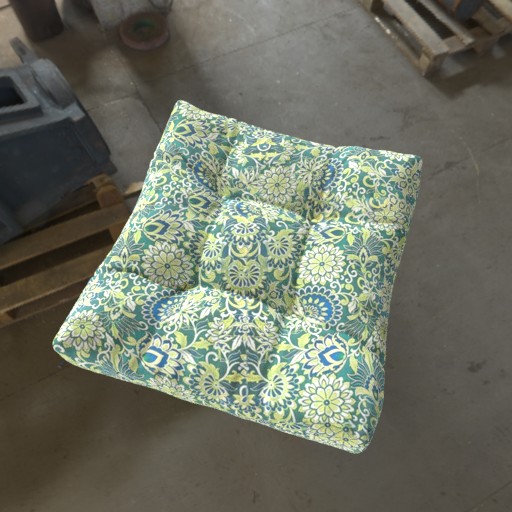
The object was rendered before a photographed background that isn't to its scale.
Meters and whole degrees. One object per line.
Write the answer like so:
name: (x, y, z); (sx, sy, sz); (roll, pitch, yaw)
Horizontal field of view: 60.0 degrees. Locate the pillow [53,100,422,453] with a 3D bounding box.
pillow: (0.000, 0.000, 0.720); (0.468, 0.128, 0.490); (15, 65, 7)
